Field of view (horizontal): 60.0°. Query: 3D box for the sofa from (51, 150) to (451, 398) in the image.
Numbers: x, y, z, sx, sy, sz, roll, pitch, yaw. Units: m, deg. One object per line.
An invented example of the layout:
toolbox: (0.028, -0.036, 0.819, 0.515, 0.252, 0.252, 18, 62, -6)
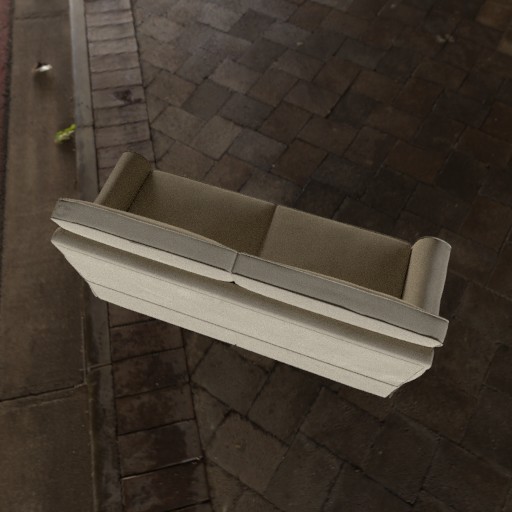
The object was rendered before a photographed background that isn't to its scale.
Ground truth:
sofa: (0.000, 0.000, 2.753, 2.246, 1.014, 0.900, 17, 63, 9)
